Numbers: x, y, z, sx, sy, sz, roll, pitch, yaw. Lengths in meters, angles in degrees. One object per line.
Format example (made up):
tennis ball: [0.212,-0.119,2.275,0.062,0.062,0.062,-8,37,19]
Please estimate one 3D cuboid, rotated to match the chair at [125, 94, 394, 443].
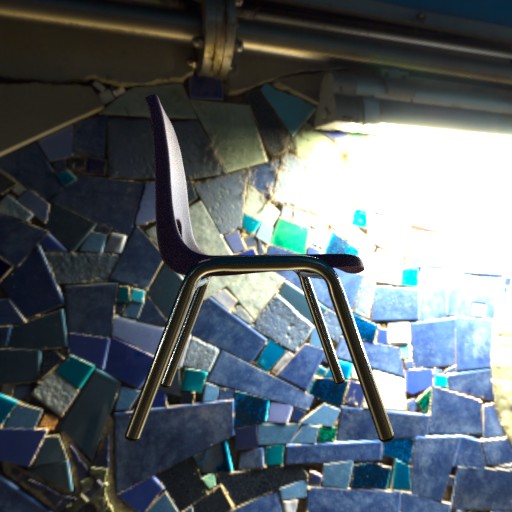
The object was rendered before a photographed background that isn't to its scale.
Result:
chair: [0.000,0.000,0.856,0.419,0.584,0.356,0,-1,-2]
